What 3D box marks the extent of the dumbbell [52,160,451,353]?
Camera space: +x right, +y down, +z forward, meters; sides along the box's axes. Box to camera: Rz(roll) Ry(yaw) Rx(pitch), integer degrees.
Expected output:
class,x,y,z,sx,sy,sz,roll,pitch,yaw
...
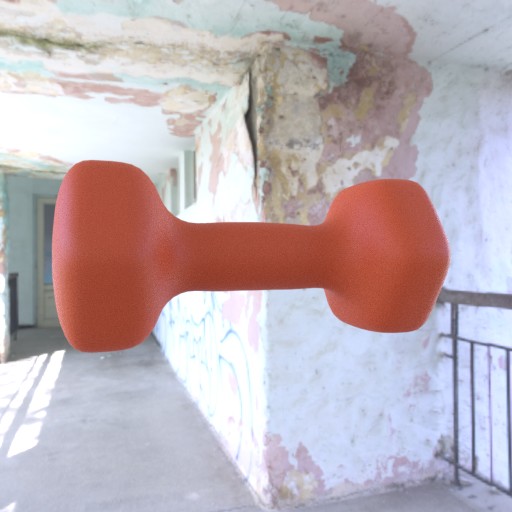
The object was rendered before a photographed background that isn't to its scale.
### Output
class,x,y,z,sx,sy,sz,roll,pitch,yaw
dumbbell,0.000,0.000,0.196,0.162,0.071,0.079,0,0,-18
